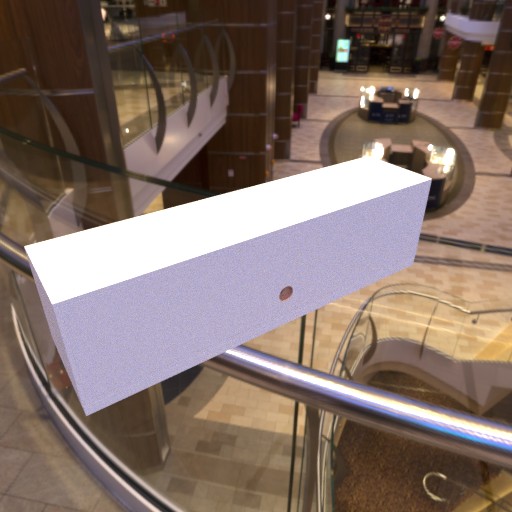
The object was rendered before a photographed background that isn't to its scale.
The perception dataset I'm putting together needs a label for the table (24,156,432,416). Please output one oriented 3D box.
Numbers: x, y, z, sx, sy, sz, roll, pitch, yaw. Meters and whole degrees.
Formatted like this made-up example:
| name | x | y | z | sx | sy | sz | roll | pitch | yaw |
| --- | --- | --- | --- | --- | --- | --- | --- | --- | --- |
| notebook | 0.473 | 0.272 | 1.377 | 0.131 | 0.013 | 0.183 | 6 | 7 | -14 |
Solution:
| name | x | y | z | sx | sy | sz | roll | pitch | yaw |
| --- | --- | --- | --- | --- | --- | --- | --- | --- | --- |
| table | 0.000 | 0.000 | 1.773 | 1.550 | 0.440 | 0.400 | -20 | 36 | -29 |
